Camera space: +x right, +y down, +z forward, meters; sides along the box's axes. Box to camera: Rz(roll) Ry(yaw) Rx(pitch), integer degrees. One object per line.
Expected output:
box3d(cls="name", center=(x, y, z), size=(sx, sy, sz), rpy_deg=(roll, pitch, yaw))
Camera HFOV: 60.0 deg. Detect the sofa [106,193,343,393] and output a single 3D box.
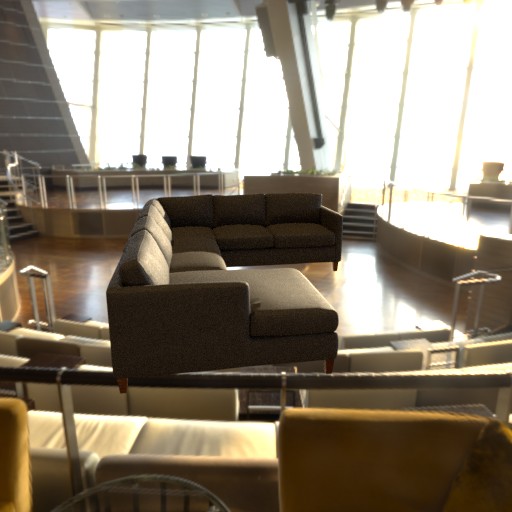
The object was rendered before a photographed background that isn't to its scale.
box3d(cls="sofa", center=(0.000, 0.000, 4.703), size=(2.594, 0.961, 3.460), rpy_deg=(-3, 15, -10))
